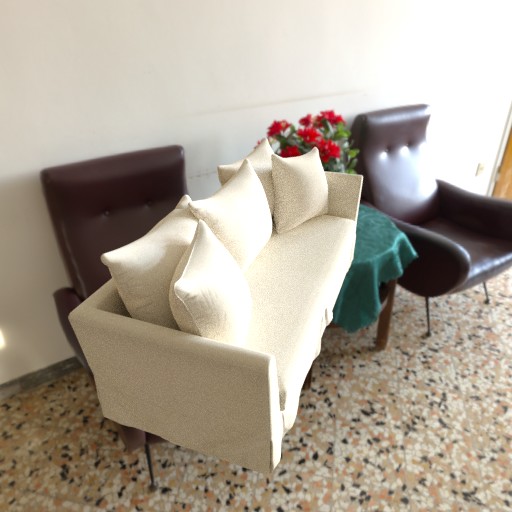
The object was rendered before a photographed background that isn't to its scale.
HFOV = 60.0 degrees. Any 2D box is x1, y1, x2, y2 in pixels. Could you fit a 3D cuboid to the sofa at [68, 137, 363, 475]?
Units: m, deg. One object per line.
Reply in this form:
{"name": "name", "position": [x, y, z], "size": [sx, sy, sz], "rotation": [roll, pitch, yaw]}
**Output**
{"name": "sofa", "position": [0.000, 0.000, 2.881], "size": [1.031, 1.034, 2.290], "rotation": [11, 32, 18]}
